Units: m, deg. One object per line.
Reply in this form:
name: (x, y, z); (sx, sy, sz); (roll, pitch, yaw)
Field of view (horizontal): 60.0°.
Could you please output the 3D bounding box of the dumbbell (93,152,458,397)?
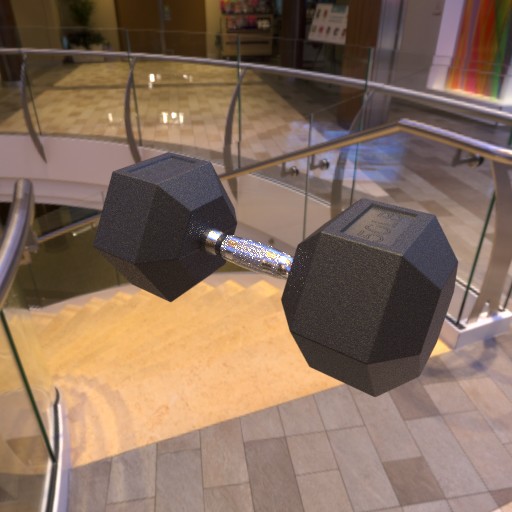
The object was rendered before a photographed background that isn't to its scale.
dumbbell: (0.000, 0.000, 0.477); (0.384, 0.150, 0.173); (19, 35, 30)
